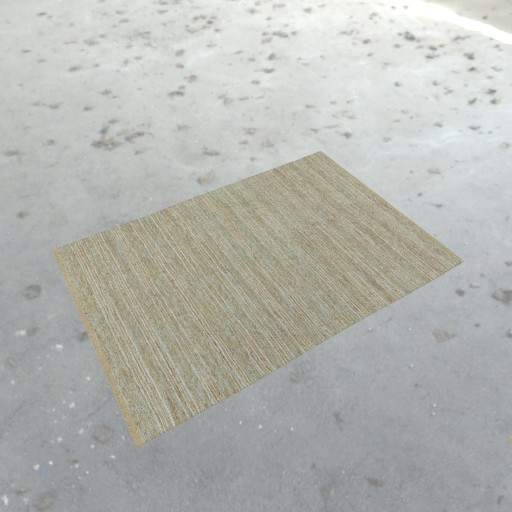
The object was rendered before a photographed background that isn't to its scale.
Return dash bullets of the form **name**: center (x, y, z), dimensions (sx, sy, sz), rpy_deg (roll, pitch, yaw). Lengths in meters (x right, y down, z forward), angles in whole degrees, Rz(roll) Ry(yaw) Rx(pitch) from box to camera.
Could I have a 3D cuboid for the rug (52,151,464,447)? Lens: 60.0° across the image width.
- **rug**: center (0.000, 0.000, 2.367), dimensions (1.824, 0.010, 1.240), rpy_deg (-24, 51, -22)
